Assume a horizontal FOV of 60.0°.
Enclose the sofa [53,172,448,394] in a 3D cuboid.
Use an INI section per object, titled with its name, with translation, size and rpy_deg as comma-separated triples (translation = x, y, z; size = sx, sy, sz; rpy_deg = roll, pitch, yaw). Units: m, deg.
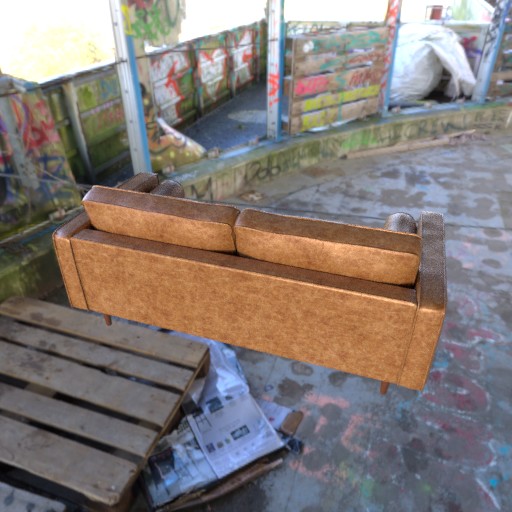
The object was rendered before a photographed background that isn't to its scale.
[sofa]
translation = 0.000, 0.000, 2.458
size = 1.920, 0.825, 0.924
rpy_deg = 10, 34, 15
